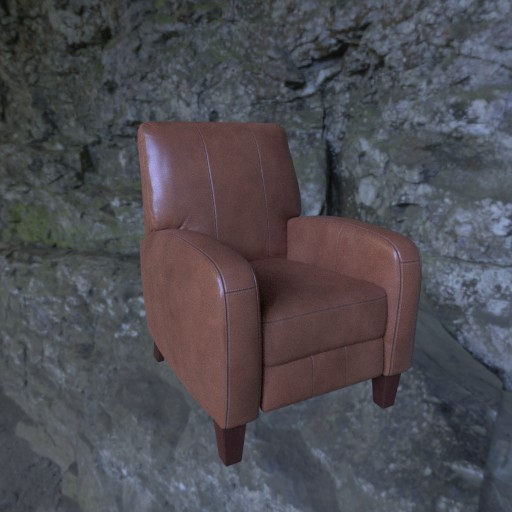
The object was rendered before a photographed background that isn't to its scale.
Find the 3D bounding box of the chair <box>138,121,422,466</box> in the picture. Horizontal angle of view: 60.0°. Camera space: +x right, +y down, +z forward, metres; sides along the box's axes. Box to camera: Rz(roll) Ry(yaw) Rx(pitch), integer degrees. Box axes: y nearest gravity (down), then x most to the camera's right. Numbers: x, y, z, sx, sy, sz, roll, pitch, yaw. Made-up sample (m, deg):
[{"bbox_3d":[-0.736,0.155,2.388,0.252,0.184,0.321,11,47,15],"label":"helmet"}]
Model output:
[{"bbox_3d":[0.000,0.000,1.675,0.762,0.990,0.990,-8,17,-27],"label":"chair"}]
